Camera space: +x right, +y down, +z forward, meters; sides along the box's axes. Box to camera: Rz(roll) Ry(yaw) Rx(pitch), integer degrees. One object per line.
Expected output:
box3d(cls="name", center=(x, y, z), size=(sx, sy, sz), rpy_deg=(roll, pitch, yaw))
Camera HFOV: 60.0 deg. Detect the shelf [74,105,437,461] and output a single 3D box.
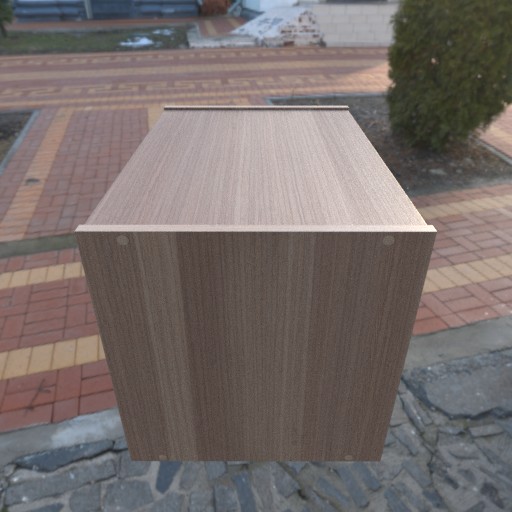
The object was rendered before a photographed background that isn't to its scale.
box3d(cls="shelf", center=(0.000, 0.000, 0.610), size=(0.290, 0.305, 0.415), rpy_deg=(0, 32, 0))
